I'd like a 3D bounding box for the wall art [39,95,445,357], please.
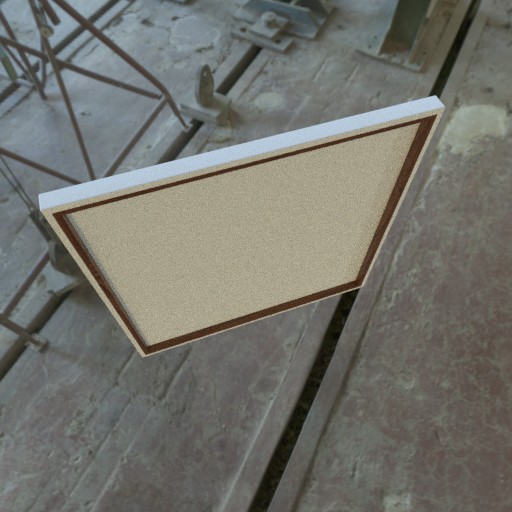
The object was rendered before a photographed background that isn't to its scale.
[{"bbox_3d":[0.000,0.000,1.118,0.757,0.757,0.037,-16,61,-10],"label":"wall art"}]
